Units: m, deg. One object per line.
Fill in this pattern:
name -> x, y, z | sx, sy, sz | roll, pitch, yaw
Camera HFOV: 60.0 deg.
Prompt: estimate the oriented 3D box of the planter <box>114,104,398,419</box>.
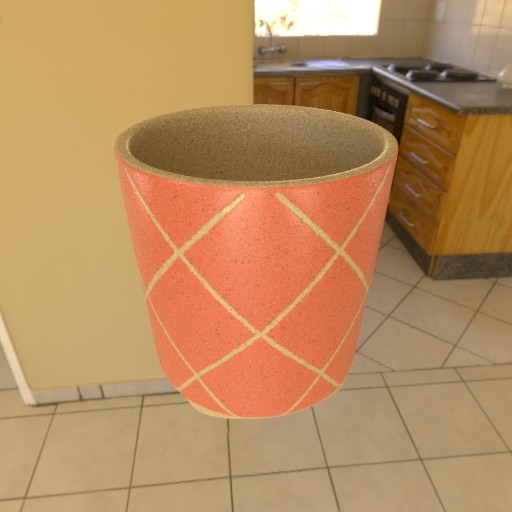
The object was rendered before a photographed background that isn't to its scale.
planter -> 0.000, 0.000, 0.426 | 0.227, 0.235, 0.227 | 0, 31, 0
